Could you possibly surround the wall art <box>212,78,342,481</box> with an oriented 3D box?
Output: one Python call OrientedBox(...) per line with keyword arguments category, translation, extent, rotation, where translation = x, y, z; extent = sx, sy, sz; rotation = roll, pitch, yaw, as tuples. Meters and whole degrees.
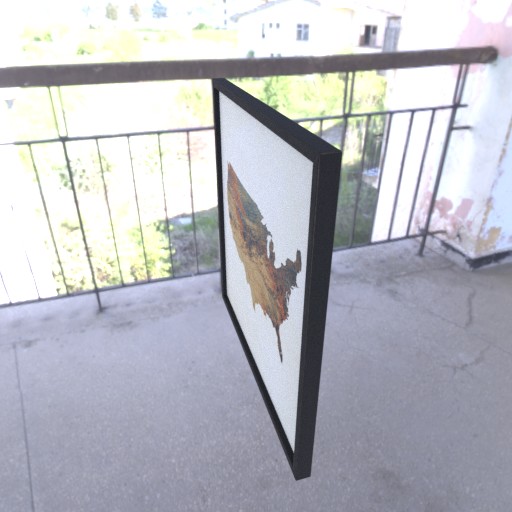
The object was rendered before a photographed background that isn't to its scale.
OrientedBox(category="wall art", translation=(0.000, 0.000, 0.457), extent=(0.015, 0.303, 0.304), rotation=(-8, 31, -14))
